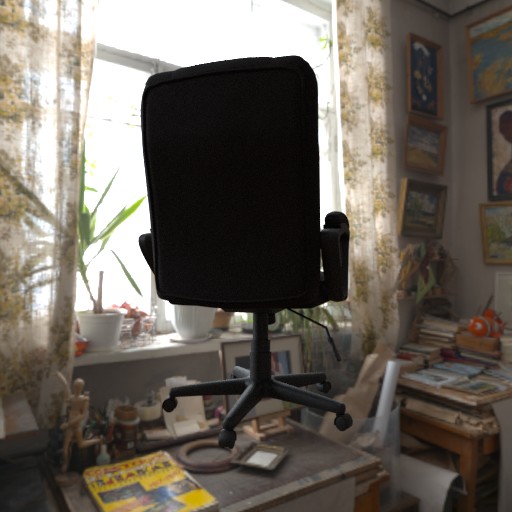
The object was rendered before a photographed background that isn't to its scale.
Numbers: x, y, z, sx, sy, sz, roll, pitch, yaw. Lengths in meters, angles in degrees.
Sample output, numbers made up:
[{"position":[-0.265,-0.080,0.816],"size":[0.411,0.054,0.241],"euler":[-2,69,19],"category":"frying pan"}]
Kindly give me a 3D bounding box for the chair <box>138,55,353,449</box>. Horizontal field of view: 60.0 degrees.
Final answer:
[{"position":[0.000,0.000,1.550],"size":[0.667,1.105,0.724],"euler":[0,-1,17],"category":"chair"}]
